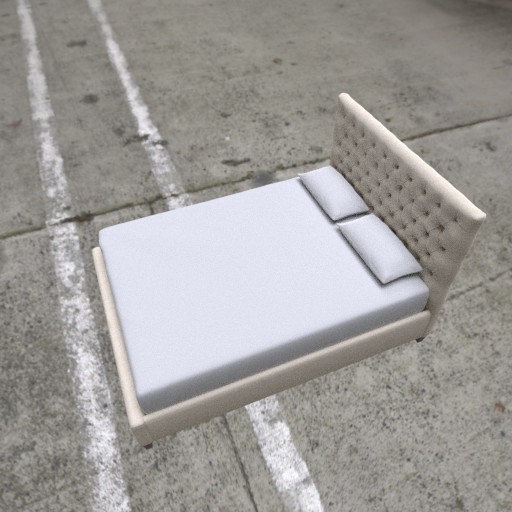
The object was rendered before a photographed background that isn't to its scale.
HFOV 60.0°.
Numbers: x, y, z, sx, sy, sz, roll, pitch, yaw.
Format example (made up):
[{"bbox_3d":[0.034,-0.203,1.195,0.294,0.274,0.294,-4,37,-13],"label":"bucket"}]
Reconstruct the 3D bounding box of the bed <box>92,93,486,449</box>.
[{"bbox_3d":[0.000,0.000,3.399,2.387,1.427,1.698,-17,49,-15],"label":"bed"}]
